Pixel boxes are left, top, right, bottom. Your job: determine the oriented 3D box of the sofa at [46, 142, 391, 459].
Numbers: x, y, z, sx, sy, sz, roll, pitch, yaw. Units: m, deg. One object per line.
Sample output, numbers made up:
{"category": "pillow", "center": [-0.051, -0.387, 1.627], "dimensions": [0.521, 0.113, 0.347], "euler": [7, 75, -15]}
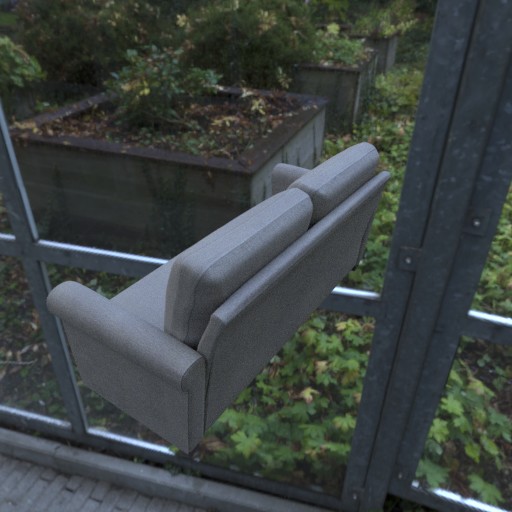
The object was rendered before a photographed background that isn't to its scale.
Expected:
{"category": "sofa", "center": [0.000, 0.000, 2.410], "dimensions": [0.842, 0.942, 1.935], "euler": [20, 37, 28]}
